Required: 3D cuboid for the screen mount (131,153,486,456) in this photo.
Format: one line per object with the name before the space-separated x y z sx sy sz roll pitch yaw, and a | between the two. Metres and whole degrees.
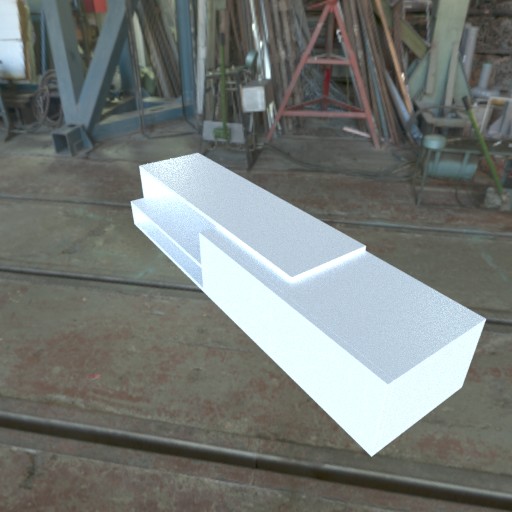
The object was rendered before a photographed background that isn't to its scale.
screen mount | 0.000 0.000 1.818 0.420 0.320 1.680 -21 37 -29
